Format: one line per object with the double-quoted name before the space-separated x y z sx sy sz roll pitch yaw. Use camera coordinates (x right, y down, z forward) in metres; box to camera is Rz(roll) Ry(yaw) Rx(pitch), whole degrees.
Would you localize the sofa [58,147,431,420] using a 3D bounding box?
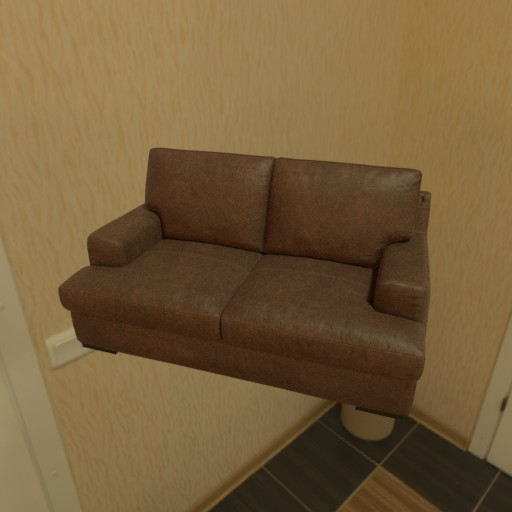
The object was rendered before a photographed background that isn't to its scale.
"sofa" 0.000 0.000 2.496 1.880 0.939 1.143 8 29 16
